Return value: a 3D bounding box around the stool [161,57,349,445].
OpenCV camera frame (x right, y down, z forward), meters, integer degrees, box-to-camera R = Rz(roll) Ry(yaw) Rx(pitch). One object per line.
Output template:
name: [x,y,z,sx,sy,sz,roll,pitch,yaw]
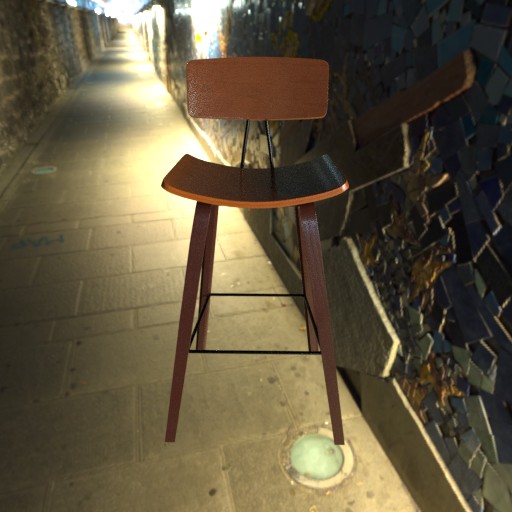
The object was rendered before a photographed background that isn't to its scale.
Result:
stool: [0.000,0.000,1.217,0.509,0.969,0.440,1,28,1]
